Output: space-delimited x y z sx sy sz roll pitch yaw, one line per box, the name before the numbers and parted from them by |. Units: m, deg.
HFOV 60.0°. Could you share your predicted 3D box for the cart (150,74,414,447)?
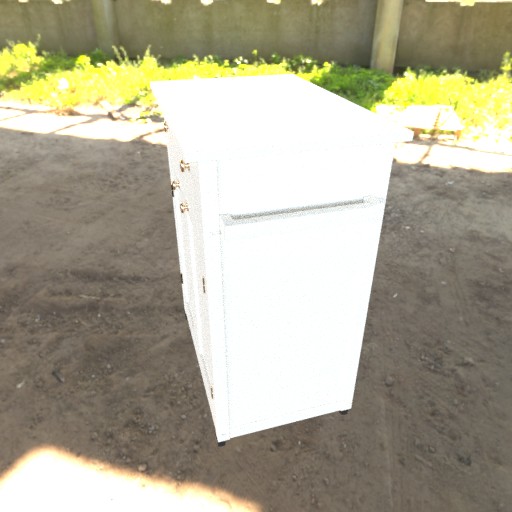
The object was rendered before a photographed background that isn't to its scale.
cart | 0.000 0.000 1.287 0.442 0.864 0.683 -9 33 -14
